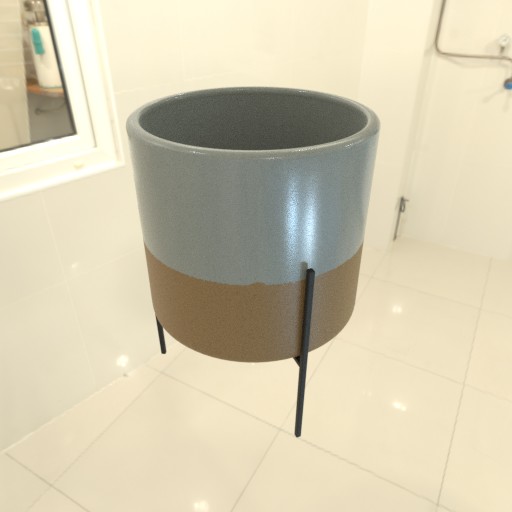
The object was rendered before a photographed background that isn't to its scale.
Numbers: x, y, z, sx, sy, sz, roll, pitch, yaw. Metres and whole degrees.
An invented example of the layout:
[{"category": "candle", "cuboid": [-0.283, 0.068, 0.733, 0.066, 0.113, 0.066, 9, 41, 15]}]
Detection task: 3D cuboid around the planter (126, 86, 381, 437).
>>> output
[{"category": "planter", "cuboid": [0.000, 0.000, 0.745, 0.348, 0.480, 0.360, 22, 38, 30]}]
